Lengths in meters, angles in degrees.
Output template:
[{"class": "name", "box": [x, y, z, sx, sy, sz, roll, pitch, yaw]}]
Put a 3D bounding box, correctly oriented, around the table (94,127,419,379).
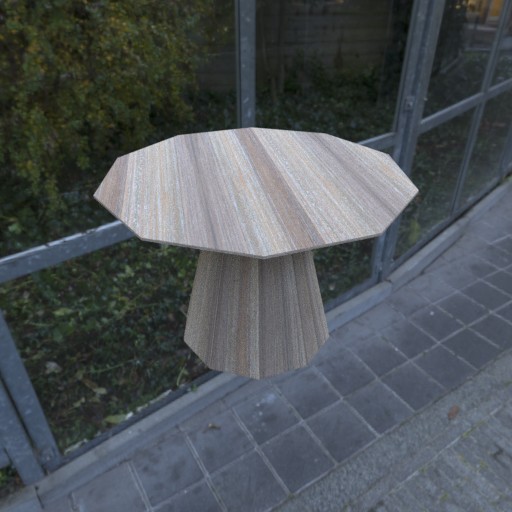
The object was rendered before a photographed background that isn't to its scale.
[{"class": "table", "box": [0.000, 0.000, 1.893, 1.186, 0.752, 1.186, 0, 32, 0]}]
